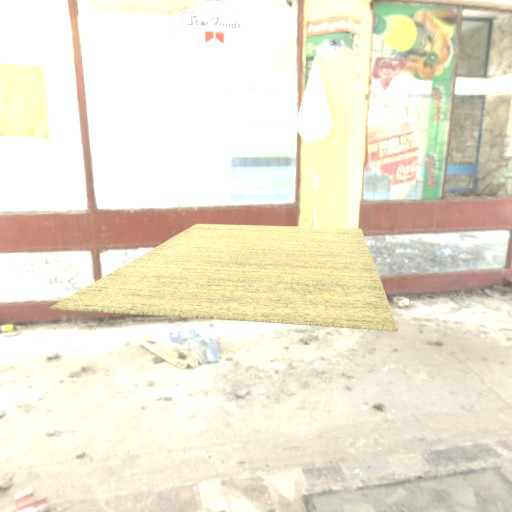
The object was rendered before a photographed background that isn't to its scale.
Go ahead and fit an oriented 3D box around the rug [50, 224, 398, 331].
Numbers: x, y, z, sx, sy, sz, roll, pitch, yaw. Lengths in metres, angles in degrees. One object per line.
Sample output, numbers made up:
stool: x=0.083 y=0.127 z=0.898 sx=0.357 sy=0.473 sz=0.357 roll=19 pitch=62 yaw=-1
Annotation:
rug: x=0.000 y=0.000 z=2.954 sx=1.523 sy=0.017 sz=2.263 roll=2 pitch=14 yaw=9
